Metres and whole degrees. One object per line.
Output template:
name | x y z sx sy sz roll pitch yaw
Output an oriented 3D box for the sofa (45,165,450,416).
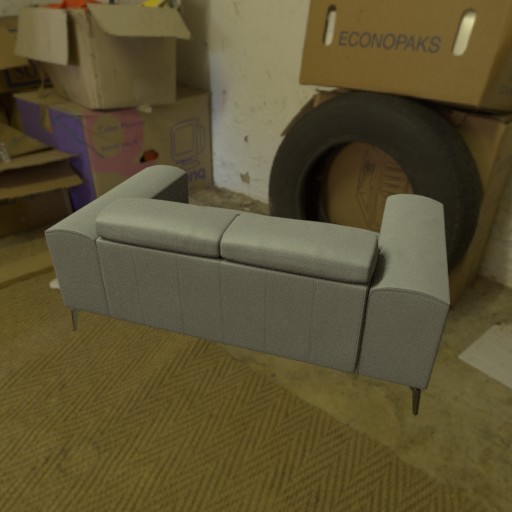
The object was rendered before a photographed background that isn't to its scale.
sofa | 0.000 0.000 2.431 1.895 0.779 1.003 10 32 16
